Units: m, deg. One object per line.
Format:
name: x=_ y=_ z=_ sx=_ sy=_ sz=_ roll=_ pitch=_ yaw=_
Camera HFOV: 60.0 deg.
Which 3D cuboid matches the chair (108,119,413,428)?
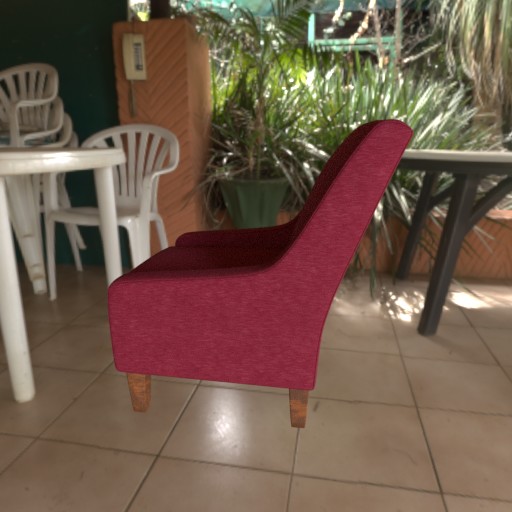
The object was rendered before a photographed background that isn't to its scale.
chair: x=0.000 y=0.000 z=1.753 sx=0.985 sy=1.017 sz=0.793 roll=2 pitch=15 yaw=9
